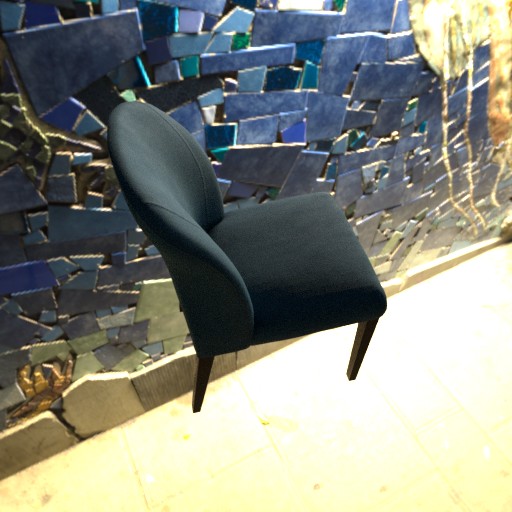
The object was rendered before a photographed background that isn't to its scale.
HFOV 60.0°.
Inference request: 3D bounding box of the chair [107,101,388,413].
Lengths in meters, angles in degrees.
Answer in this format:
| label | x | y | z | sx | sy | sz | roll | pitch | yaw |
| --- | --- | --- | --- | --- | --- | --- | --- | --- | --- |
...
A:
| label | x | y | z | sx | sy | sz | roll | pitch | yaw |
| --- | --- | --- | --- | --- | --- | --- | --- | --- | --- |
| chair | 0.000 | 0.000 | 1.260 | 0.620 | 0.879 | 0.507 | -9 | 47 | -9 |
